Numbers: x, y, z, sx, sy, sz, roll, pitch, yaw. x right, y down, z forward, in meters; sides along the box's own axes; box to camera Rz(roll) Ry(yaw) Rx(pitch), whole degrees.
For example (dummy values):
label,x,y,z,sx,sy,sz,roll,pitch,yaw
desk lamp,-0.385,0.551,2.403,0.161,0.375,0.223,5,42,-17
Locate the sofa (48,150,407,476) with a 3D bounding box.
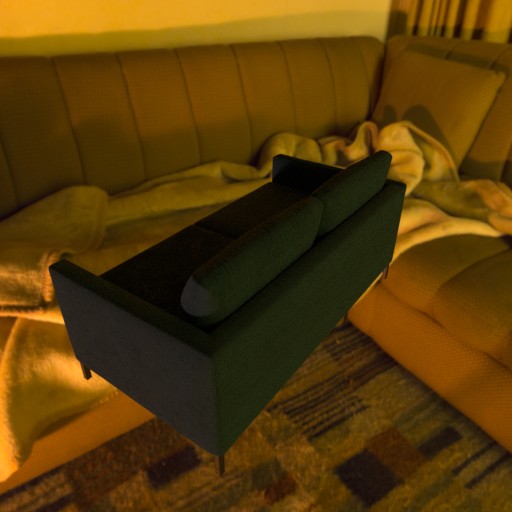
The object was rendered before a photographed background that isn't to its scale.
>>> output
label,x,y,z,sx,sy,sz,roll,pitch,yaw
sofa,0.000,0.000,2.194,0.875,0.817,1.676,21,37,30
